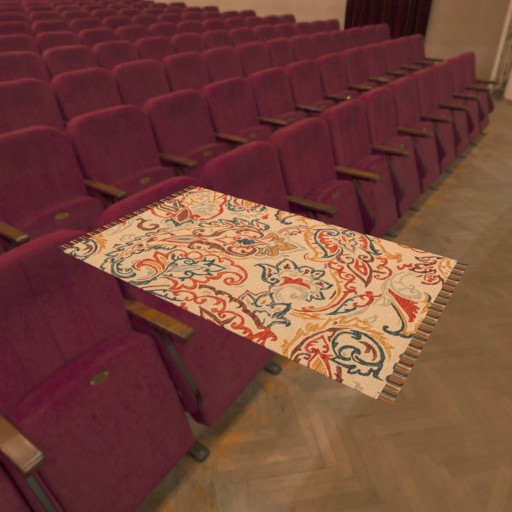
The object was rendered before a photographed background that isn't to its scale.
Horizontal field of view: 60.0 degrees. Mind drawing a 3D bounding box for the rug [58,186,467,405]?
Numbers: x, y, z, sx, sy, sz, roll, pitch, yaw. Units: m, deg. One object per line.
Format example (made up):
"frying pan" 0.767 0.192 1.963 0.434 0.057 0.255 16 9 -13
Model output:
"rug" 0.000 0.000 3.224 2.584 0.010 1.523 20 36 29
